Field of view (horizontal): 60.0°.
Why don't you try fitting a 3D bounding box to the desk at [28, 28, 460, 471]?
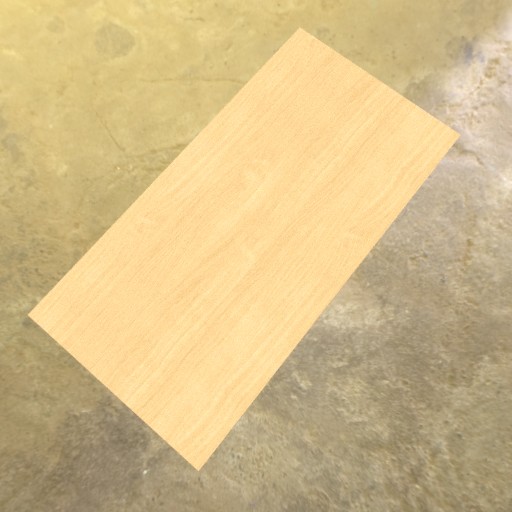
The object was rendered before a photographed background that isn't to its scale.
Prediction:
[{"bbox_3d":[0.000,0.000,1.512,0.560,0.735,1.097,38,78,9],"label":"desk"}]
